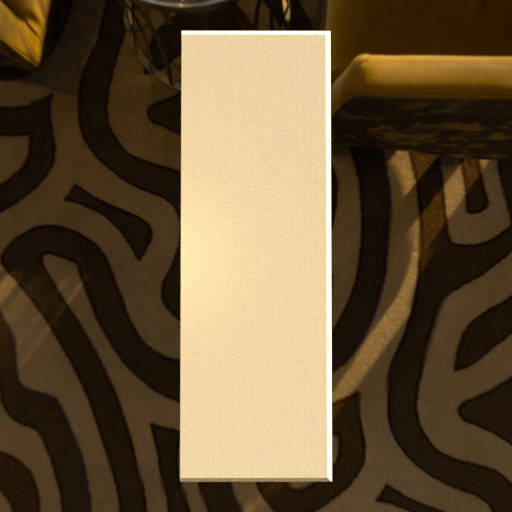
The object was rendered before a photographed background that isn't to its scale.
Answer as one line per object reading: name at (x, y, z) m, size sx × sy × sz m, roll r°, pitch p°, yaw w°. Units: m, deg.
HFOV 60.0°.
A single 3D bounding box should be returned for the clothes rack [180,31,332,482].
clothes rack at (0.000, 0.000, 1.460) m, size 0.405 × 0.558 × 1.218 m, roll 0°, pitch 89°, yaw 0°
